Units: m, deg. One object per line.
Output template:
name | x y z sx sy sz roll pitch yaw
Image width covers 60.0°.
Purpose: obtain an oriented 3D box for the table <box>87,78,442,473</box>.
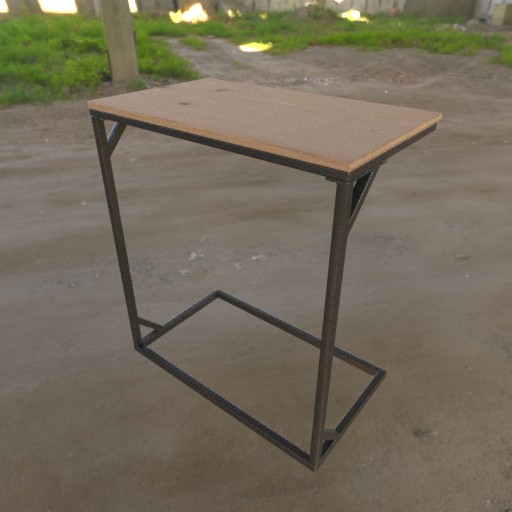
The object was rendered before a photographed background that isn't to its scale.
table | 0.000 0.000 1.029 0.597 0.673 0.351 22 38 32
